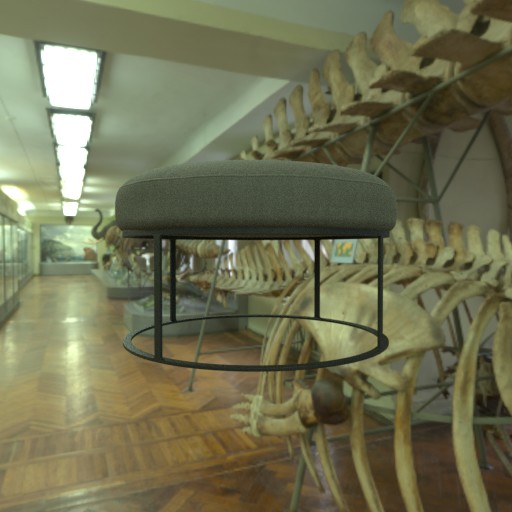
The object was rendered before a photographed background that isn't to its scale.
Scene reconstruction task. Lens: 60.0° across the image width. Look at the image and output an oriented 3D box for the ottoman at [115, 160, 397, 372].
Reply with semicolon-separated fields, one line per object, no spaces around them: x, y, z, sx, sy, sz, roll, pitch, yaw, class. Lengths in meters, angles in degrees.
0.000;0.000;1.266;0.772;0.460;0.772;0;1;0;ottoman
